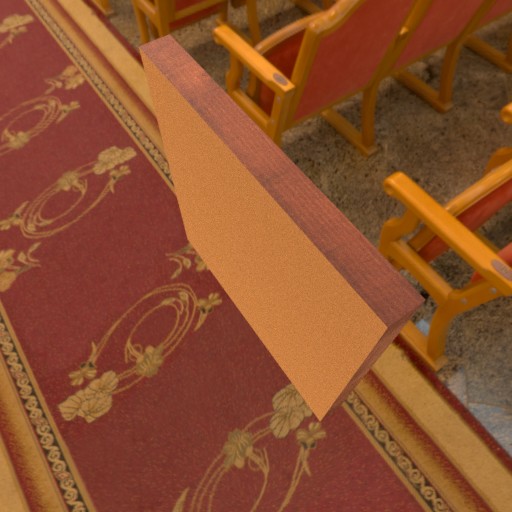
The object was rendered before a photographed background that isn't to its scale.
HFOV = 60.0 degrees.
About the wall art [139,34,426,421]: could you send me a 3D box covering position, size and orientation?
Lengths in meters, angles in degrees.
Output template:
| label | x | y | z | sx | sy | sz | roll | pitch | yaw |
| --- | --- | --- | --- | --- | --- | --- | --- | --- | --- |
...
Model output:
| label | x | y | z | sx | sy | sz | roll | pitch | yaw |
| --- | --- | --- | --- | --- | --- | --- | --- | --- | --- |
| wall art | 0.000 | 0.000 | 0.568 | 0.038 | 0.385 | 0.386 | -31 | 65 | -16 |
